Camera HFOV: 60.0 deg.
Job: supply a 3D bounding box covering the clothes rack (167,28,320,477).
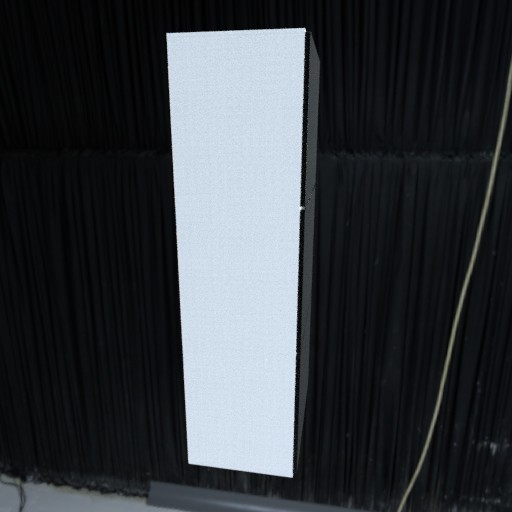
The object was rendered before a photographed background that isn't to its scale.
[{"bbox_3d":[0.000,0.000,1.389,0.330,1.187,0.500,3,17,10],"label":"clothes rack"}]
